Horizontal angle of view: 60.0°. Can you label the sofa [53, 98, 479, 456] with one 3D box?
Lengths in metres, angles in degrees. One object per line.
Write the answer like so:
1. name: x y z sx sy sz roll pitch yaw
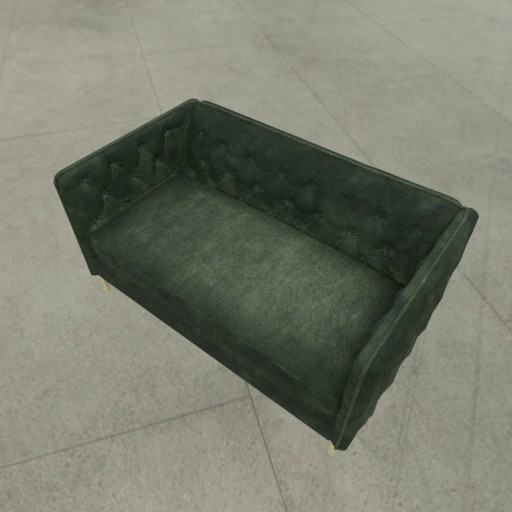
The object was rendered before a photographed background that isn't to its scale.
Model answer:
1. sofa: 0.000 0.000 2.039 1.537 0.768 0.895 29 53 25
